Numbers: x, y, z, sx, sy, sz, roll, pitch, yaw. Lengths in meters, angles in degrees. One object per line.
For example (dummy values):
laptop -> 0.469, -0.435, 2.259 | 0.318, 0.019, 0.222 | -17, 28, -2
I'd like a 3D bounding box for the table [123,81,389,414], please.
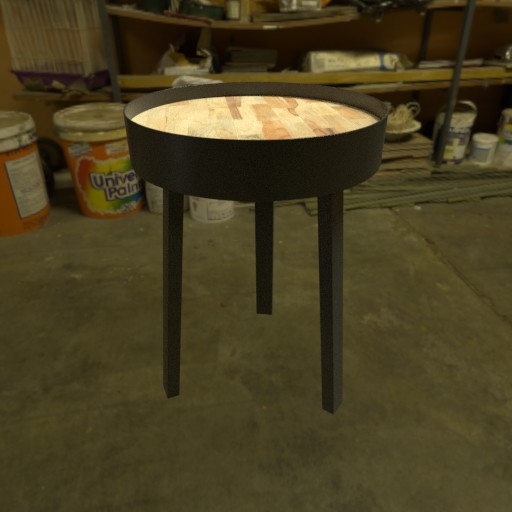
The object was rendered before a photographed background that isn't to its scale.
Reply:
table -> 0.000, 0.000, 0.842 | 0.406, 0.559, 0.406 | 0, 31, 0
